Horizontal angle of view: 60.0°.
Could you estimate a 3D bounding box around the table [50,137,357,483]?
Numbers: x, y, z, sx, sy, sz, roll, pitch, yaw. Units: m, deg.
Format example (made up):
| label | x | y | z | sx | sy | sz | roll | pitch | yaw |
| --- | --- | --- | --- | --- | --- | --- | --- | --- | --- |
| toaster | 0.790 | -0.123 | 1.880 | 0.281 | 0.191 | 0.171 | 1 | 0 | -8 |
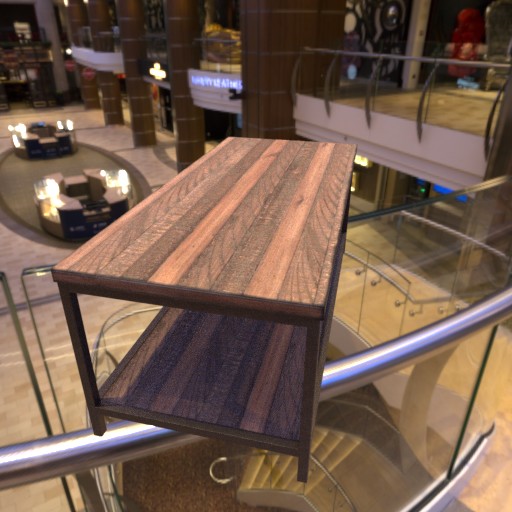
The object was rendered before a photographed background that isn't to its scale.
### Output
| label | x | y | z | sx | sy | sz | roll | pitch | yaw |
| --- | --- | --- | --- | --- | --- | --- | --- | --- | --- |
| table | 0.000 | 0.000 | 1.201 | 0.452 | 0.399 | 0.990 | 7 | 28 | 12 |
